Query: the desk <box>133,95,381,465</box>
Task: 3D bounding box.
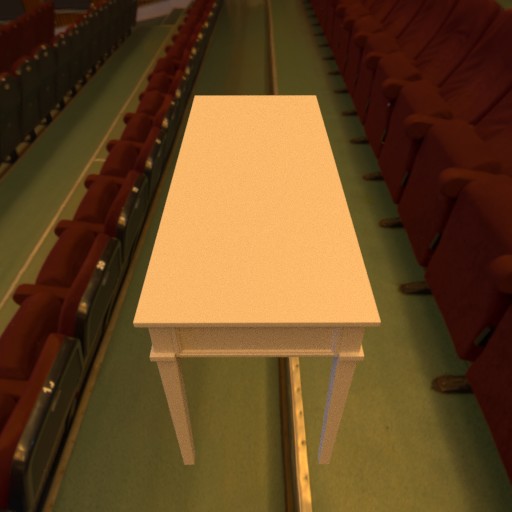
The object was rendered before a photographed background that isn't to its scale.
[{"bbox_3d":[0.000,0.000,1.769,0.559,0.774,1.372,0,40,0],"label":"desk"}]
